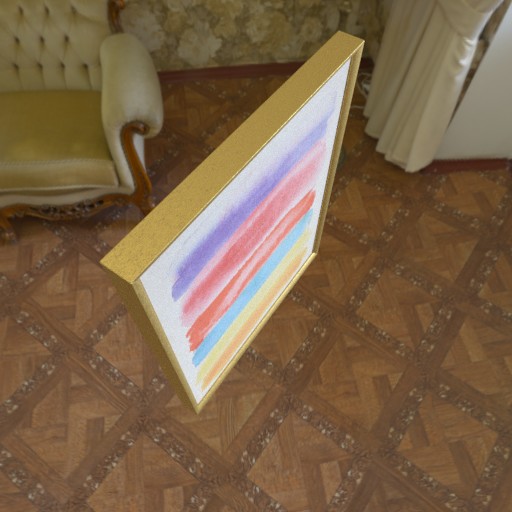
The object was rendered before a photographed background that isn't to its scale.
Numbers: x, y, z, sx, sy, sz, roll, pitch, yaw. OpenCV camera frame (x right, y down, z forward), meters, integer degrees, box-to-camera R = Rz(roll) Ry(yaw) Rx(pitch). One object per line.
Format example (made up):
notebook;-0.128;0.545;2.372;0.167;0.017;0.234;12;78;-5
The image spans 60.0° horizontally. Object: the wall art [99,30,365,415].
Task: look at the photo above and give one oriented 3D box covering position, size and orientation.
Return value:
wall art;0.000;0.000;0.871;0.048;0.642;0.537;31;63;18
